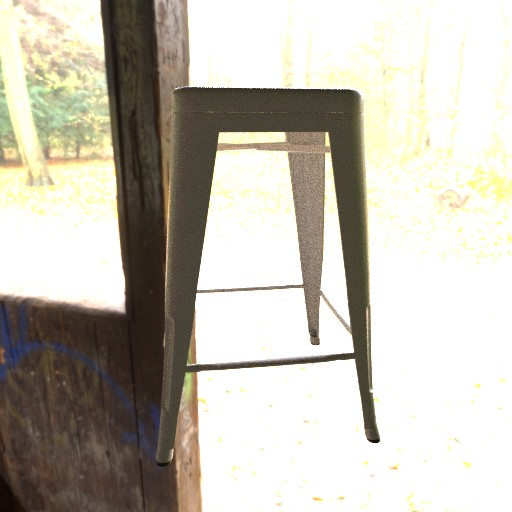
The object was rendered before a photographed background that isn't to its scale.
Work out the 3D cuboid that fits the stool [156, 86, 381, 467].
[{"bbox_3d":[0.000,0.000,0.885,0.406,0.610,0.406,-2,16,-8],"label":"stool"}]
